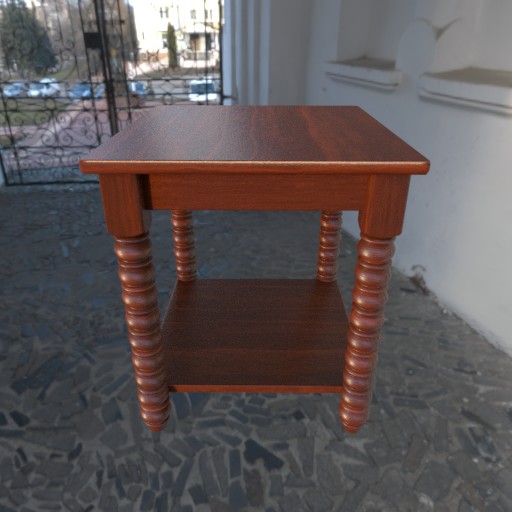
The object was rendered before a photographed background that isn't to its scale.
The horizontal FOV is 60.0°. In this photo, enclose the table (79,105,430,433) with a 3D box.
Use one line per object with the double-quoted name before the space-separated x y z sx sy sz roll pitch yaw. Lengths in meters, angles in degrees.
"table" 0.000 0.000 0.987 0.500 0.567 0.533 0 27 1
